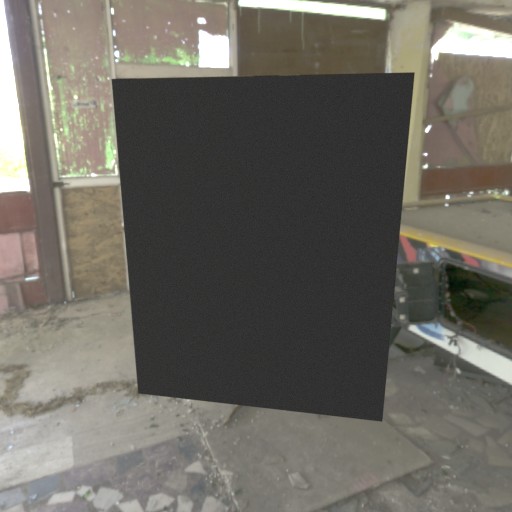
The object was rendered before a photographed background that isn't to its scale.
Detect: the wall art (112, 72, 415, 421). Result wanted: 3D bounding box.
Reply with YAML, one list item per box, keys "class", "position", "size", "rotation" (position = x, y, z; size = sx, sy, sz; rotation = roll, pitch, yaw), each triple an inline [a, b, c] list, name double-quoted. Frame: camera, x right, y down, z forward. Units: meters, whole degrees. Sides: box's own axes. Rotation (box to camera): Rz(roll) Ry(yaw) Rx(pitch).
- class: "wall art"
  position: [0.000, 0.000, 0.808]
  size: [0.489, 0.608, 0.040]
  rotation: [3, 16, 10]
